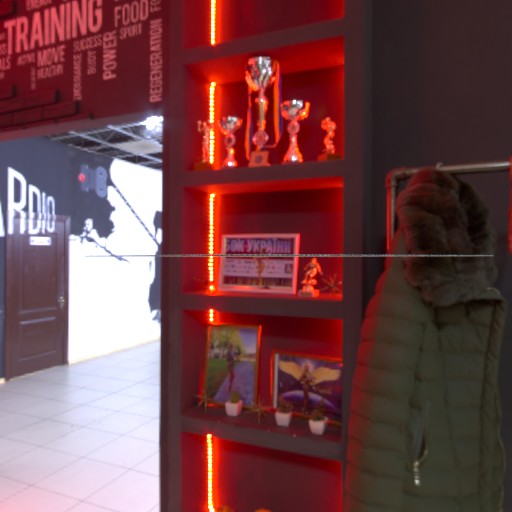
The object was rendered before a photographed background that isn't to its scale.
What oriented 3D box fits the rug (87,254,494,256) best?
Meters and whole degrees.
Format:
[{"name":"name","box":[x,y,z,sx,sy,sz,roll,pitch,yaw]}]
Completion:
[{"name":"rug","box":[0.000,0.000,5.102,2.894,0.011,3.957,0,0,-34]}]
